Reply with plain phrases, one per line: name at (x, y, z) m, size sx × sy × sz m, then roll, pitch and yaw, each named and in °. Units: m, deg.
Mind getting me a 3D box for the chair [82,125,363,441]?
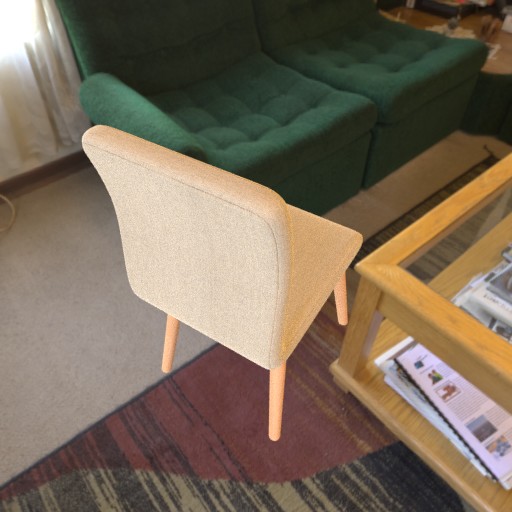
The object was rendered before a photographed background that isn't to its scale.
chair at (0.000, 0.000, 1.159) m, size 0.435 × 0.885 × 0.550 m, roll 25°, pitch 51°, yaw 22°
